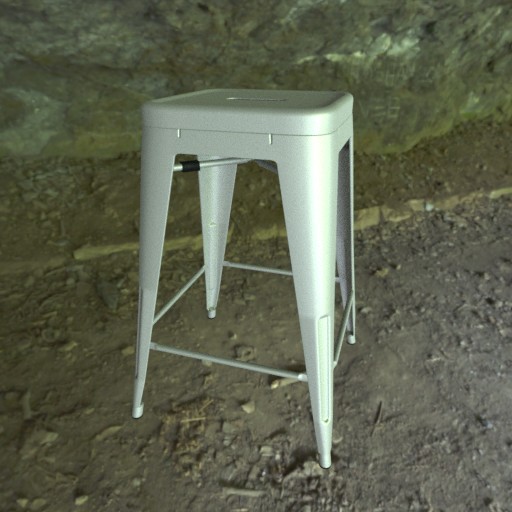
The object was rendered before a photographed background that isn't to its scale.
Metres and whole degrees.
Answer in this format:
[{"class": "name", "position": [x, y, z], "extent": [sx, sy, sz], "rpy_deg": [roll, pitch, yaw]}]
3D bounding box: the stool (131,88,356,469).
[{"class": "stool", "position": [0.000, 0.000, 0.895], "extent": [0.410, 0.608, 0.410], "rpy_deg": [8, 26, 16]}]
